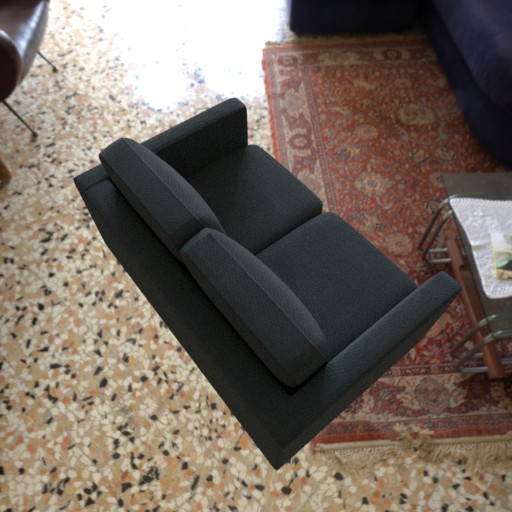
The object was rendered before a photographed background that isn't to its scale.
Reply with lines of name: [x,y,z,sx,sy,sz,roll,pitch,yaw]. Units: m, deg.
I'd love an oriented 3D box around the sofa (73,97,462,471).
sofa: [0.000,0.000,2.128,0.999,0.930,1.518,-34,64,-20]
